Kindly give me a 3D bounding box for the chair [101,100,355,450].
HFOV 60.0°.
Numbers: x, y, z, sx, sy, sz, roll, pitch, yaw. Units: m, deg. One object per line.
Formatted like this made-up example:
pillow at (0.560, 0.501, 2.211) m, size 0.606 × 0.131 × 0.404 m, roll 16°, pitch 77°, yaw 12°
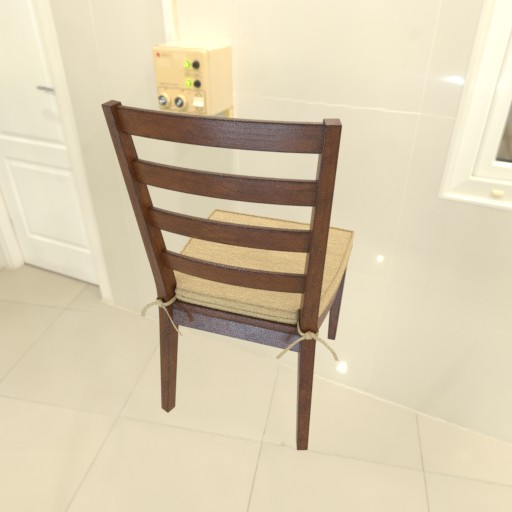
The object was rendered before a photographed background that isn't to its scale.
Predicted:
chair at (0.000, 0.000, 1.335) m, size 0.593 × 0.979 × 0.595 m, roll 10°, pitch 33°, yaw 15°
